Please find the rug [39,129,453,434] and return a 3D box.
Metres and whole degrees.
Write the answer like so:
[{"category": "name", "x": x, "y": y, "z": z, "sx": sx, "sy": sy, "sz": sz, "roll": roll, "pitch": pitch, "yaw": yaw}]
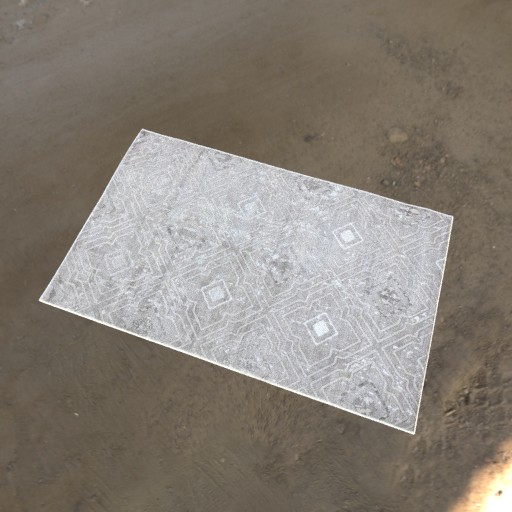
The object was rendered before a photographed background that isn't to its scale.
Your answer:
[{"category": "rug", "x": 0.000, "y": 0.000, "z": 3.013, "sx": 2.447, "sy": 0.036, "sz": 1.537, "roll": 17, "pitch": 65, "yaw": 8}]
